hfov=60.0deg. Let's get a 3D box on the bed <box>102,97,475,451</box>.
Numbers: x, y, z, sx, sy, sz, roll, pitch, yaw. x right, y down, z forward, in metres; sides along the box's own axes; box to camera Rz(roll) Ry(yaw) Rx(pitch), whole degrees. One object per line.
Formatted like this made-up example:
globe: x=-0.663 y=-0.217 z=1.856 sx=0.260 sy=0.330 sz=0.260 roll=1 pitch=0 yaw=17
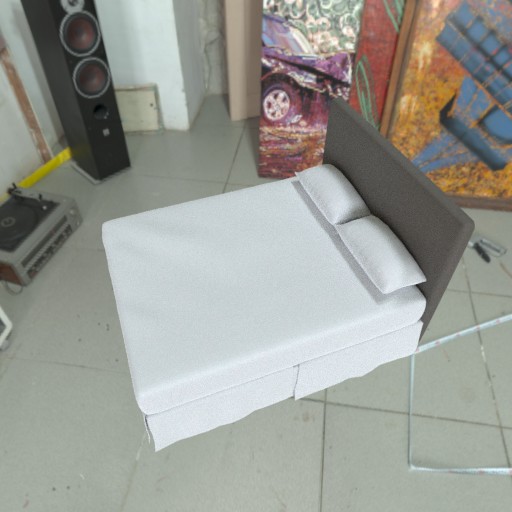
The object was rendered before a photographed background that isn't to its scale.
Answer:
bed: x=0.000 y=0.000 z=3.246 sx=2.142 sy=1.330 sz=1.723 roll=-15 pitch=48 yaw=-14
